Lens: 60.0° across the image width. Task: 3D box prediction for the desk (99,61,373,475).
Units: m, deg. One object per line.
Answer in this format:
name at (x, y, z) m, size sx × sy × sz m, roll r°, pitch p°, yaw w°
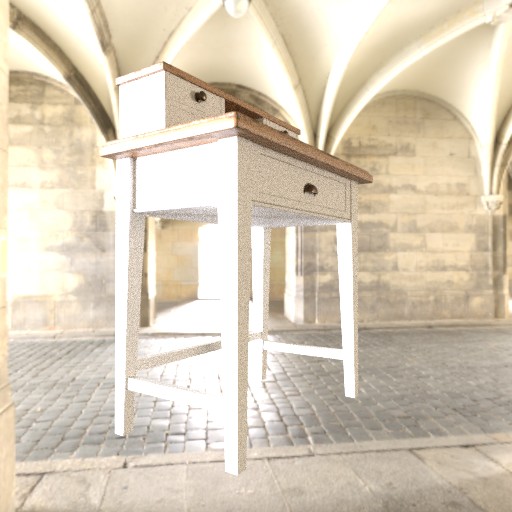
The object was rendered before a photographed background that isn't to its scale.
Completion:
desk at (0.000, 0.000, 1.390) m, size 0.462 × 0.981 × 0.814 m, roll 0°, pitch -1°, yaw 35°
